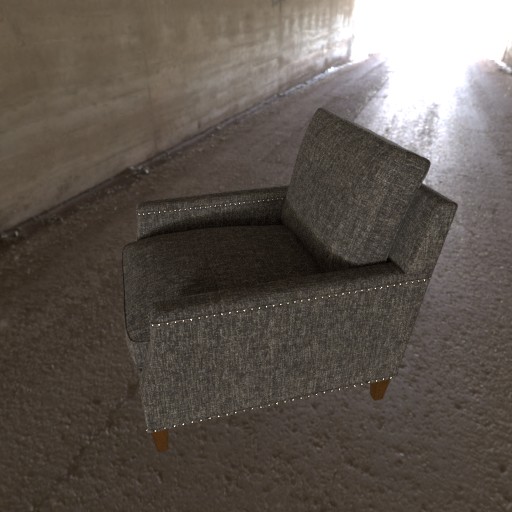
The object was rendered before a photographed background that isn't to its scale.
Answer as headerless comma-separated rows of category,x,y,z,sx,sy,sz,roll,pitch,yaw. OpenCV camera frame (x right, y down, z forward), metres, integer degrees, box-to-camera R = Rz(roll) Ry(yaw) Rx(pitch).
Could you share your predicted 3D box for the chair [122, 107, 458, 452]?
chair,0.000,0.000,1.699,1.014,0.943,0.853,-8,31,-14
